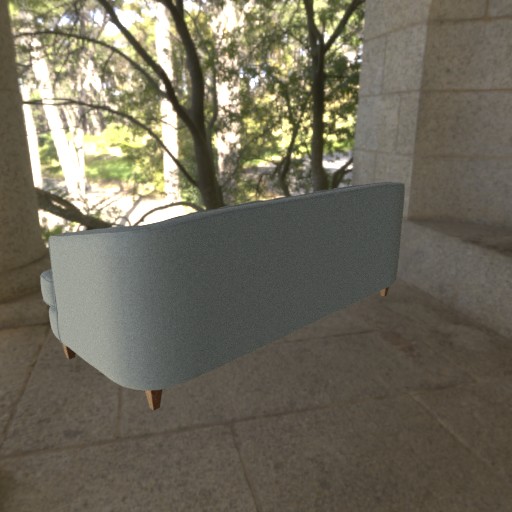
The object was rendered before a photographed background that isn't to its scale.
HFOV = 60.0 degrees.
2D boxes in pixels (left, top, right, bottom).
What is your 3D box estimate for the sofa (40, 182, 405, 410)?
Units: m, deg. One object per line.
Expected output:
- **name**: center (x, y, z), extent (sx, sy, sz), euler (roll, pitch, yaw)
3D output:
- **sofa**: center (0.000, 0.000, 2.735), extent (2.278, 0.855, 0.941), euler (-15, 22, -42)
